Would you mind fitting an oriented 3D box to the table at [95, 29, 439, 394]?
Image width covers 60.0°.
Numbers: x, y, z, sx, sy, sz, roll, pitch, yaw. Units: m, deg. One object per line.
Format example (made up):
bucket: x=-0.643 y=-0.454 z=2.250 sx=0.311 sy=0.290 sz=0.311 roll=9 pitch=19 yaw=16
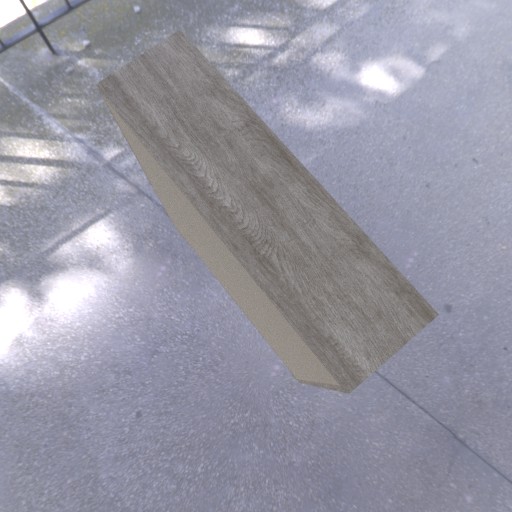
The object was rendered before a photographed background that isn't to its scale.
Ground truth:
table: x=0.000 y=0.000 z=1.533 sx=0.256 sy=1.135 sz=0.902 roll=-38 pitch=78 yaw=-9
